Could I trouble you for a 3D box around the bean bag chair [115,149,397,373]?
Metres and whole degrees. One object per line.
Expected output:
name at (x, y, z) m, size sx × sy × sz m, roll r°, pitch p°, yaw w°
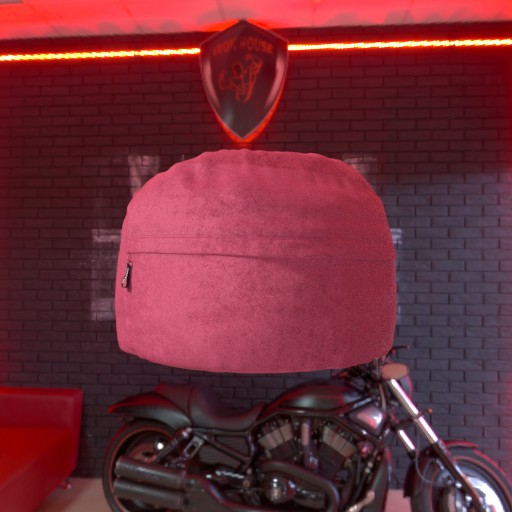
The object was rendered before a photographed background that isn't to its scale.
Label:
bean bag chair at (0.000, 0.000, 2.012) m, size 1.218 × 0.788 × 1.218 m, roll 0°, pitch -1°, yaw 0°
